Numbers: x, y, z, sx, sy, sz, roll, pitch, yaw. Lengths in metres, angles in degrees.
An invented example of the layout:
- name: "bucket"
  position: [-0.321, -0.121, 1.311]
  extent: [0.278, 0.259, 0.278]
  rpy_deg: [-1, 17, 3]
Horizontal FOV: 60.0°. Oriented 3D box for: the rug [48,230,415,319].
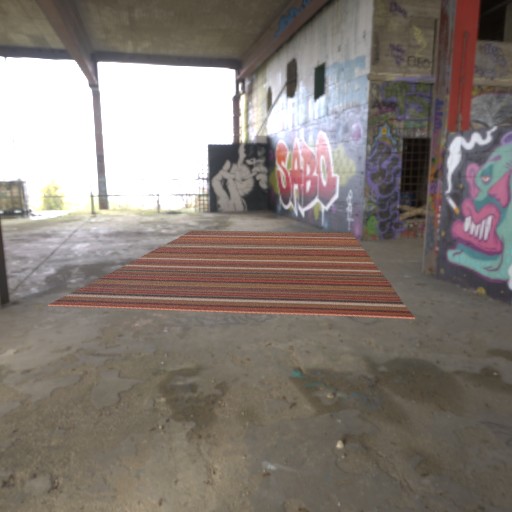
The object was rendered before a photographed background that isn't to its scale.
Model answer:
- name: "rug"
  position: [0.000, 0.000, 2.998]
  extent: [1.523, 0.008, 2.438]
  rpy_deg: [1, 11, 6]
